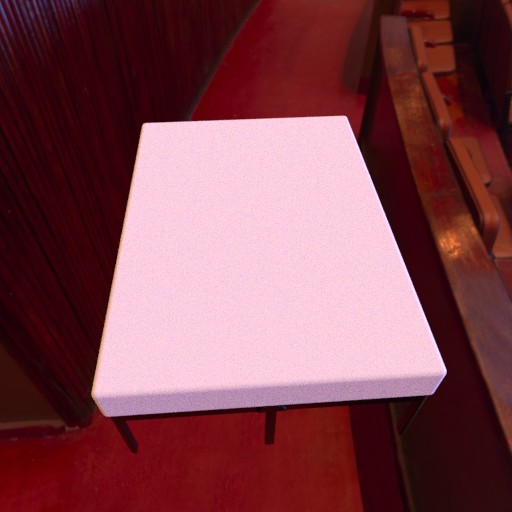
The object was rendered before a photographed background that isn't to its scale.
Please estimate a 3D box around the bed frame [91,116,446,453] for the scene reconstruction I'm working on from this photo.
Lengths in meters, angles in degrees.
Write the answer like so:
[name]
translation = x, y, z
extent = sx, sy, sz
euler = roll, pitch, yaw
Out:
[bed frame]
translation = 0.000, 0.000, 2.614
extent = 1.408, 0.659, 1.956
euler = -3, 48, -3
